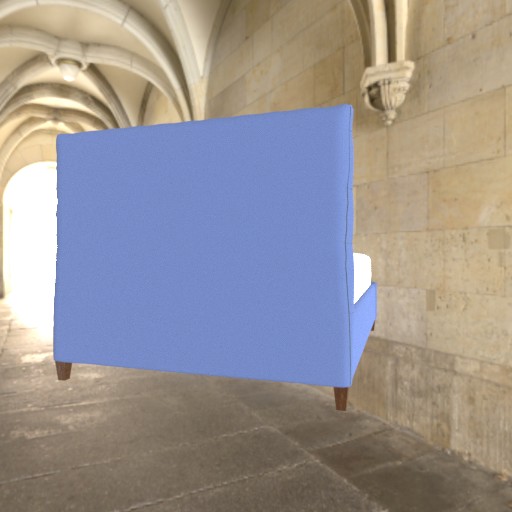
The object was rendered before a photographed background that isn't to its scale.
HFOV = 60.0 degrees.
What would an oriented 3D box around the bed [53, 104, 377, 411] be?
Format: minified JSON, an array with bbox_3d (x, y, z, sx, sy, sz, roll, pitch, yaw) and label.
[{"bbox_3d":[0.000,0.000,3.408,1.706,1.427,2.387,0,0,18],"label":"bed"}]
